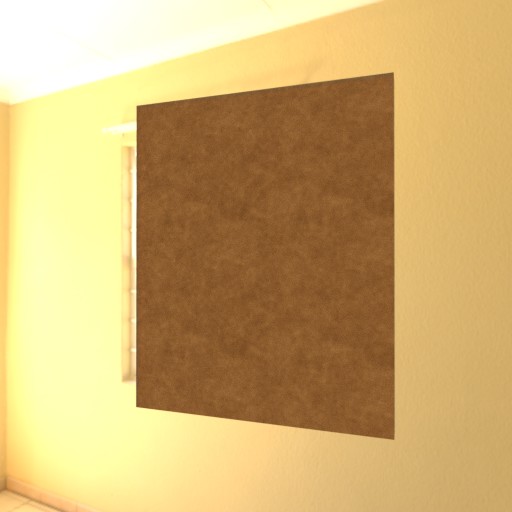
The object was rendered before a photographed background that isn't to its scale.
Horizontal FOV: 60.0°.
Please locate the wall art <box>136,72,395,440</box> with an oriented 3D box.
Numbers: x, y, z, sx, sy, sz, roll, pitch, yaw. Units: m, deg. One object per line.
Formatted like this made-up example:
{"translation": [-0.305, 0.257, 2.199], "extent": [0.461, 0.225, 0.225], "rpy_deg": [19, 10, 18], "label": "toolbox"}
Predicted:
{"translation": [0.000, 0.000, 0.759], "extent": [0.453, 0.554, 0.037], "rpy_deg": [0, 0, 19], "label": "wall art"}
